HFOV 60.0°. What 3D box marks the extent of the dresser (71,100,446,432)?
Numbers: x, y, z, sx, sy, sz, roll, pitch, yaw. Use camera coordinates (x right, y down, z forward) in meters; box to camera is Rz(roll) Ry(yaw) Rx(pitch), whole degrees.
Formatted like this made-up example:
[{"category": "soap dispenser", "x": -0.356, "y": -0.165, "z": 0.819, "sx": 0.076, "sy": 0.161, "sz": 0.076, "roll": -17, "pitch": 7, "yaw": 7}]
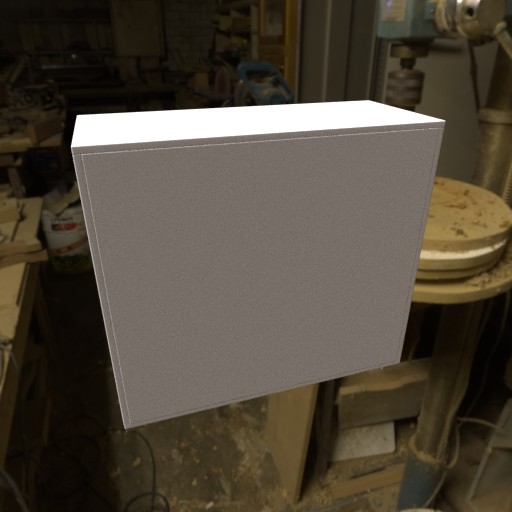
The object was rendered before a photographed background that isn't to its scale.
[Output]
[{"category": "dresser", "x": 0.000, "y": 0.000, "z": 1.656, "sx": 1.100, "sy": 1.000, "sz": 0.460, "roll": -8, "pitch": 28, "yaw": -16}]
